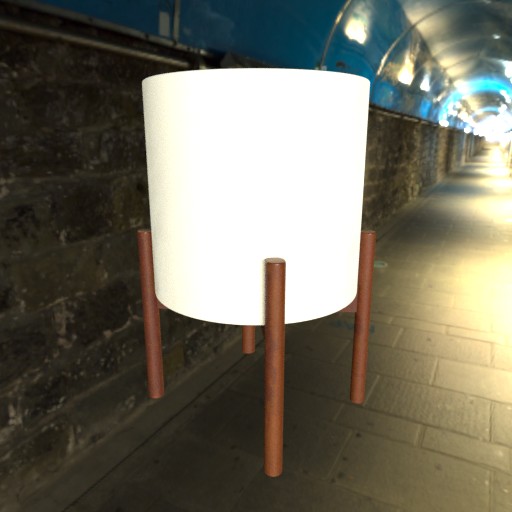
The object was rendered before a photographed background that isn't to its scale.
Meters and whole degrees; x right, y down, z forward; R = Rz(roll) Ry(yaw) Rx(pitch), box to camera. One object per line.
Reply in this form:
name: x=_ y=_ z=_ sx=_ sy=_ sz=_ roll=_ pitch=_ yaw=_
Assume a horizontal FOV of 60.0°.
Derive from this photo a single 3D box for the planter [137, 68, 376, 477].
planter: x=0.000 y=0.000 z=0.923 sx=0.417 sy=0.670 sz=0.417 roll=14 pitch=20 yaw=41
